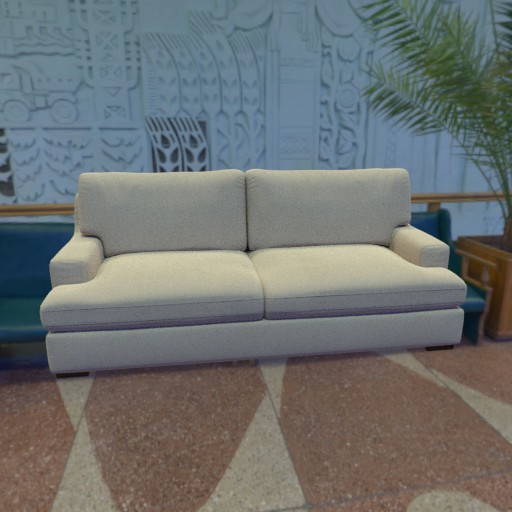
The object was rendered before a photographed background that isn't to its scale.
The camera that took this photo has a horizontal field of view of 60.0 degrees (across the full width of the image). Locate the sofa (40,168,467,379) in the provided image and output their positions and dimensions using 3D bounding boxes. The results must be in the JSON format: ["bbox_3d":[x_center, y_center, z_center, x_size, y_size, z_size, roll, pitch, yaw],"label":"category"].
[{"bbox_3d":[0.000,0.000,2.547,2.147,0.925,0.929,-2,17,-8],"label":"sofa"}]
